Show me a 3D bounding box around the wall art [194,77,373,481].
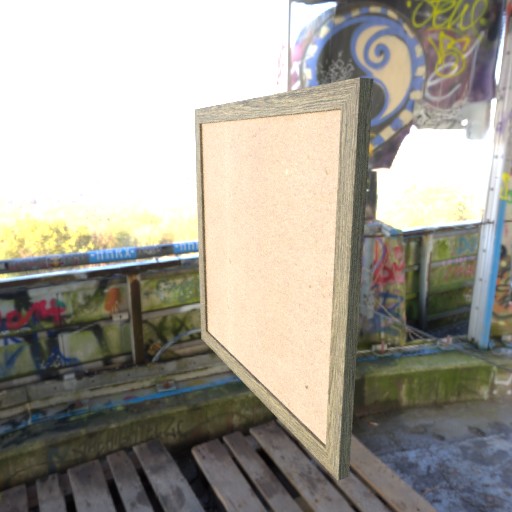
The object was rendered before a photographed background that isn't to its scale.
[{"bbox_3d":[0.000,0.000,0.755,0.019,0.508,0.508,-7,16,-27],"label":"wall art"}]
